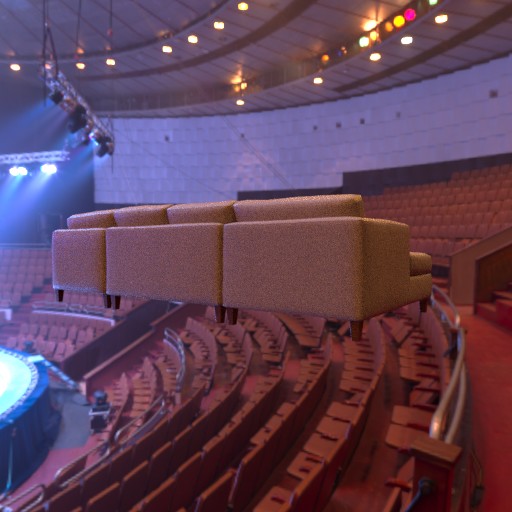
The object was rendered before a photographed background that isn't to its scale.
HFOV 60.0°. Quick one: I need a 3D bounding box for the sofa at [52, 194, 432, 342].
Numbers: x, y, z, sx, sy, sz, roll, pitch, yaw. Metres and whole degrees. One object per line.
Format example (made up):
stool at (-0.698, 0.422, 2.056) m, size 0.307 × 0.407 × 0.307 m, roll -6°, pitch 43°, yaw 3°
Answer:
sofa at (0.000, 0.000, 4.666) m, size 3.460 × 0.961 × 2.594 m, roll 1°, pitch 1°, yaw 36°
